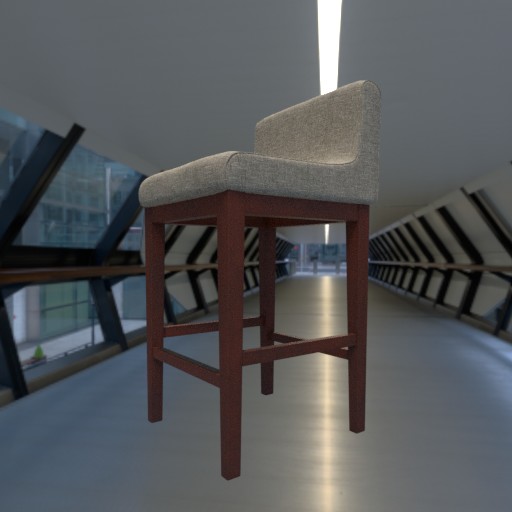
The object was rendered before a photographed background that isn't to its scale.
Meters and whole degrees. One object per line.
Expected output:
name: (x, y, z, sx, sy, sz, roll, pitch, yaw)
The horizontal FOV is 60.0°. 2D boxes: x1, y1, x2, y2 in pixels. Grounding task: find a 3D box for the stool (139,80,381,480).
stool: (0.000, 0.000, 1.093, 0.459, 0.835, 0.417, 0, 1, -37)
